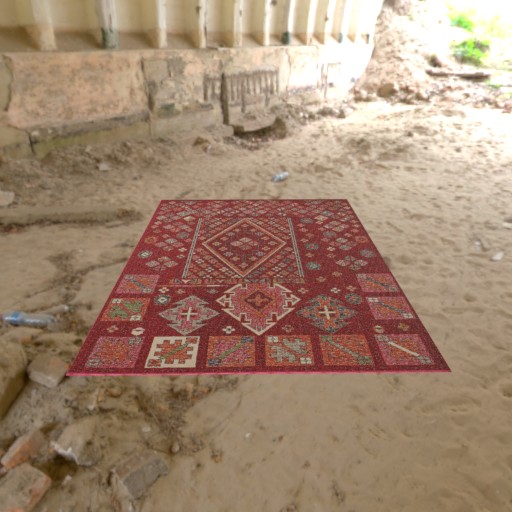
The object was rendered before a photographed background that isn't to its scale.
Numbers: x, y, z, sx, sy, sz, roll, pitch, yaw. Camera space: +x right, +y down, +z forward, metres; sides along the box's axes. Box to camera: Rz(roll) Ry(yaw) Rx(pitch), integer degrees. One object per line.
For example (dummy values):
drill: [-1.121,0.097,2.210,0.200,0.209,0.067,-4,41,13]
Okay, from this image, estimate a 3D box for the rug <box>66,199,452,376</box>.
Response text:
rug: [0.000,0.000,4.217,2.389,0.011,3.306,0,26,-1]
